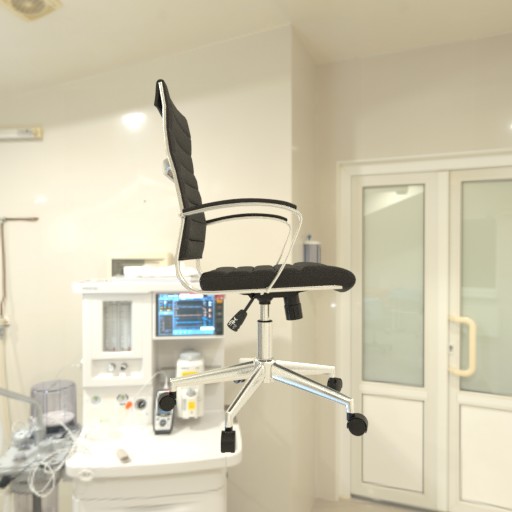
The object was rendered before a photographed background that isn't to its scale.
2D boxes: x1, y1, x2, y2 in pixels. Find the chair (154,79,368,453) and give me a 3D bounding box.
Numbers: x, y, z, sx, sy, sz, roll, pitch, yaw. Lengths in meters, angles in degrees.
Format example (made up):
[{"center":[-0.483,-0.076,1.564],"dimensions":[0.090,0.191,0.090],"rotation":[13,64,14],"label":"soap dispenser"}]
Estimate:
[{"center":[0.000,0.000,1.650],"dimensions":[0.739,1.149,0.766],"rotation":[0,0,1],"label":"chair"}]
